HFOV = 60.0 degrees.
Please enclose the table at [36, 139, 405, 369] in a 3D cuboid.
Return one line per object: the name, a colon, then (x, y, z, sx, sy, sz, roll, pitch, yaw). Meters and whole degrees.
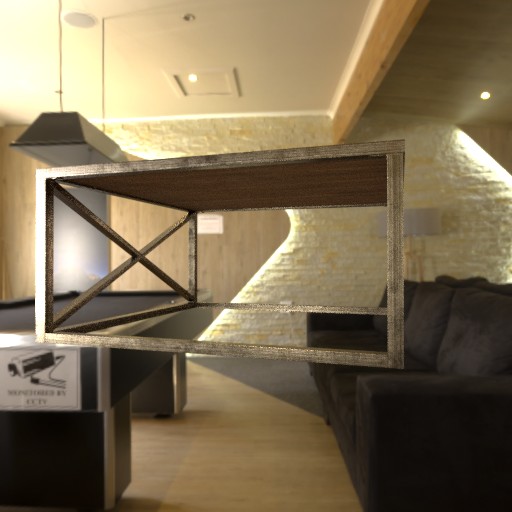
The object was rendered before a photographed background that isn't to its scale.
table: (0.000, 0.000, 1.436, 0.909, 0.451, 0.899, 0, 0, 18)
